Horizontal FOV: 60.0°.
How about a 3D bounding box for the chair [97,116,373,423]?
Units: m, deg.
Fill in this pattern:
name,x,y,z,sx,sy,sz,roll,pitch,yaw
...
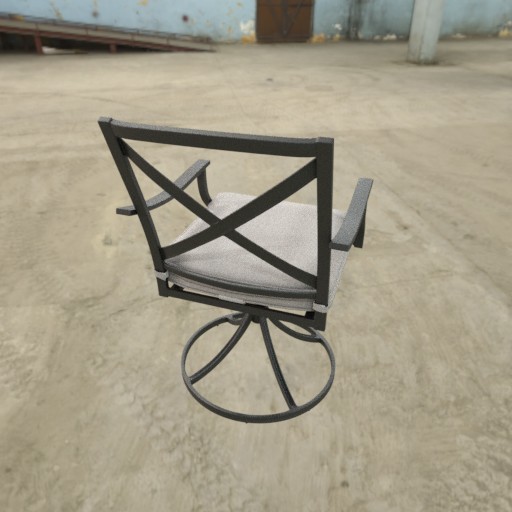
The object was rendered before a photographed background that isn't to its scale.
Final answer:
name,x,y,z,sx,sy,sz,roll,pitch,yaw
chair,0.000,0.000,1.304,0.575,0.889,0.620,10,32,16
